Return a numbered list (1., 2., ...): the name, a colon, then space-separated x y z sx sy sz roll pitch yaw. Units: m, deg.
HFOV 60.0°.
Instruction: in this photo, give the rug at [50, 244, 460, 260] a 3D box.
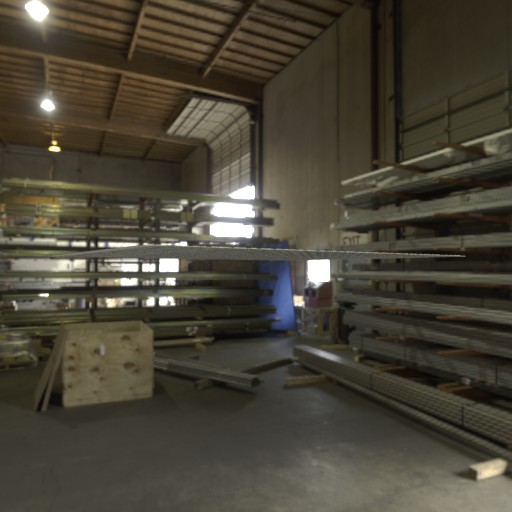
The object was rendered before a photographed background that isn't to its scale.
1. rug: 0.000 0.000 4.205 3.196 0.007 2.354 1 -2 -36
